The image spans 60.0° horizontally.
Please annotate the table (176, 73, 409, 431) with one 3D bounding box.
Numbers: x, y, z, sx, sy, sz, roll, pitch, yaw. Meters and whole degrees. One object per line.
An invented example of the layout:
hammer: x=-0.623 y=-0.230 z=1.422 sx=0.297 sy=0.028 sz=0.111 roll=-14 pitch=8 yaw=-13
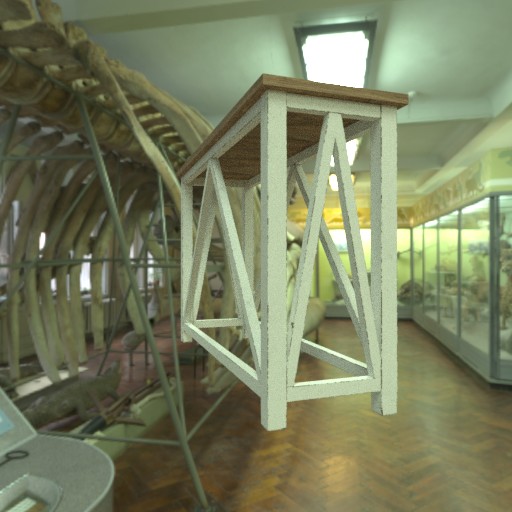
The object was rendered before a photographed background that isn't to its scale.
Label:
table: x=0.000 y=0.000 z=1.868 sx=0.450 sy=0.930 sz=1.400 roll=0 pitch=0 yaw=-19
